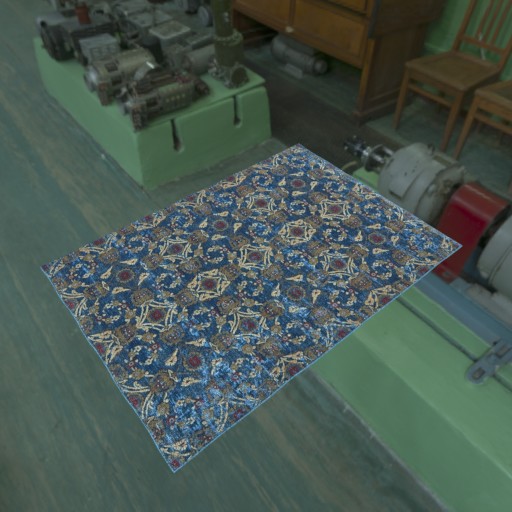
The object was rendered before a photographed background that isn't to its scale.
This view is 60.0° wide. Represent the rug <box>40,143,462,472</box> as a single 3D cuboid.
[{"bbox_3d":[0.000,0.000,4.223,3.291,0.013,2.337,-31,54,-26],"label":"rug"}]
